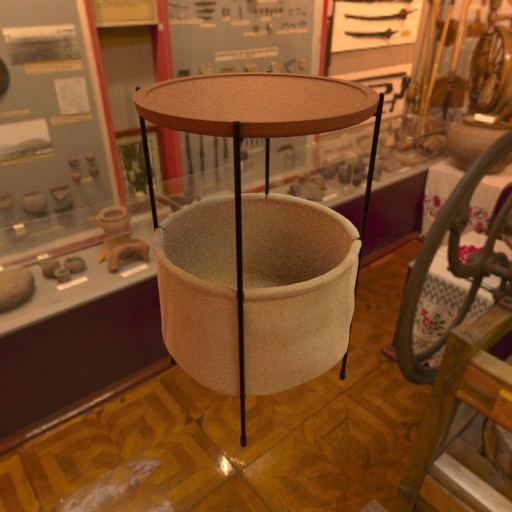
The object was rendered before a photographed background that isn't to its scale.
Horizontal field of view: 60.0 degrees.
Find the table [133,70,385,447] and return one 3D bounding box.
[{"bbox_3d":[0.000,0.000,0.872,0.393,0.623,0.393,-22,37,-32],"label":"table"}]
